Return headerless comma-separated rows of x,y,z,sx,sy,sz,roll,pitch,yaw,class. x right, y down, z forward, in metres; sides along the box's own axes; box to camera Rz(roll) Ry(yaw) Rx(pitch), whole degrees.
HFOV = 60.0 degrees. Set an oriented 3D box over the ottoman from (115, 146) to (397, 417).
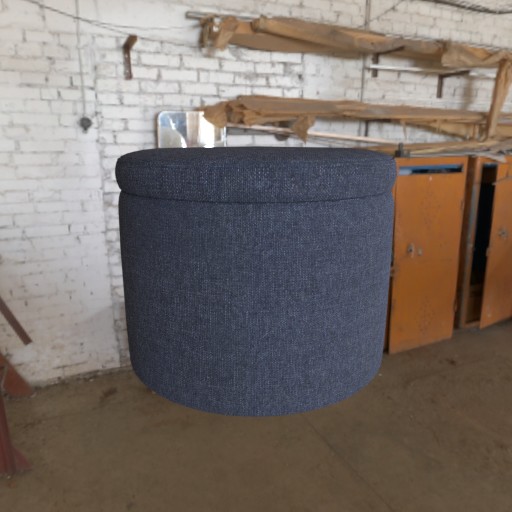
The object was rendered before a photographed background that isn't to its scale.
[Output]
0.000,0.000,0.894,0.520,0.430,0.520,0,15,0,ottoman
